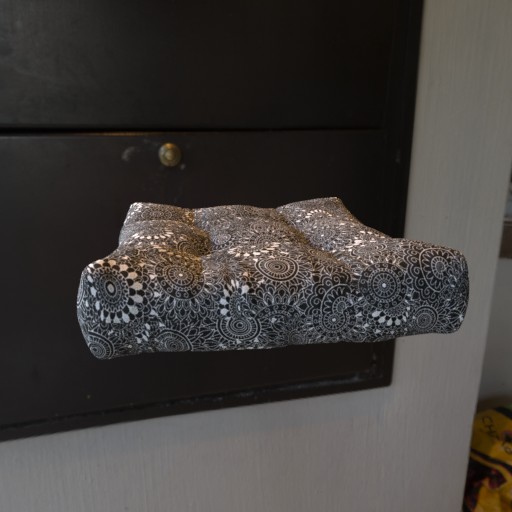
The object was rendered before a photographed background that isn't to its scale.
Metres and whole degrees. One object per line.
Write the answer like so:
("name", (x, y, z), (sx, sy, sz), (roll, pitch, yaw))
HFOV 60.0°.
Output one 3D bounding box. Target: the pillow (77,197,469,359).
("pillow", (0.000, 0.000, 0.724), (0.468, 0.128, 0.490), (-2, 15, -9))
